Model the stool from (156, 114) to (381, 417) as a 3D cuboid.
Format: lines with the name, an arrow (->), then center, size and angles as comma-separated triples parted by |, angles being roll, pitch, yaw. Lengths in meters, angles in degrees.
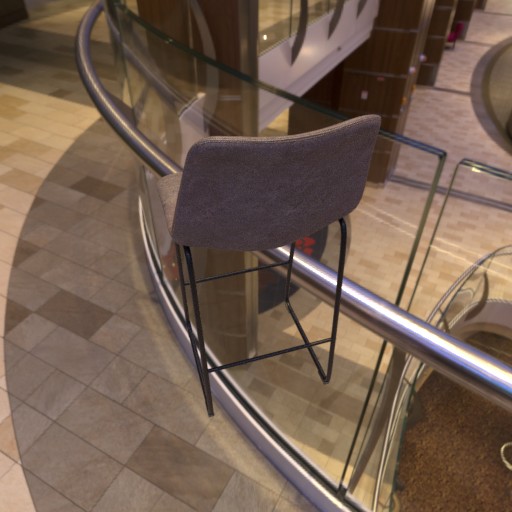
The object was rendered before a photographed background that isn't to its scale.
stool -> 0.000, 0.000, 1.385 | 0.514, 1.082, 0.561 | -12, 42, -13
